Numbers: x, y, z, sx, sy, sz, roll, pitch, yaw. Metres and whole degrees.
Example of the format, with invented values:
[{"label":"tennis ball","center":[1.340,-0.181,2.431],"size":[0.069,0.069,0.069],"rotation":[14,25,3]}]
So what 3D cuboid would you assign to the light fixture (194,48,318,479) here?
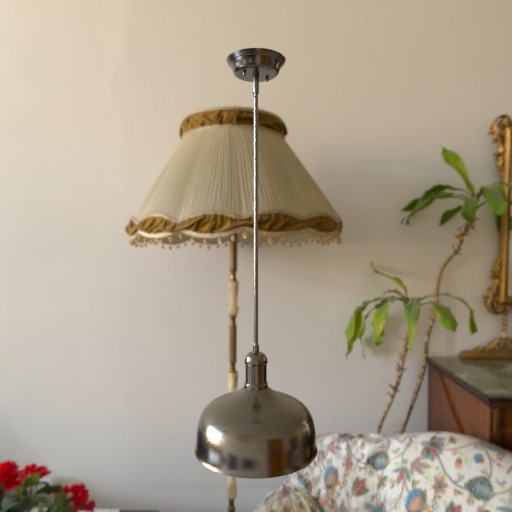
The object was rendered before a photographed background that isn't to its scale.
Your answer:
[{"label":"light fixture","center":[0.000,0.000,1.074],"size":[0.299,0.935,0.299],"rotation":[-1,2,-37]}]
